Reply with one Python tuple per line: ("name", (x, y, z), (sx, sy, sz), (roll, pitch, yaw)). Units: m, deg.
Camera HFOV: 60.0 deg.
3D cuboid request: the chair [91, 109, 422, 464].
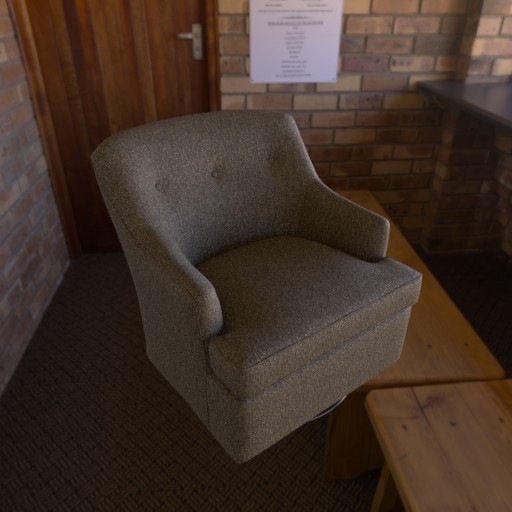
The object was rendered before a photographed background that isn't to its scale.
("chair", (0.000, 0.000, 1.615), (0.864, 0.856, 0.923), (-21, 36, -31))
